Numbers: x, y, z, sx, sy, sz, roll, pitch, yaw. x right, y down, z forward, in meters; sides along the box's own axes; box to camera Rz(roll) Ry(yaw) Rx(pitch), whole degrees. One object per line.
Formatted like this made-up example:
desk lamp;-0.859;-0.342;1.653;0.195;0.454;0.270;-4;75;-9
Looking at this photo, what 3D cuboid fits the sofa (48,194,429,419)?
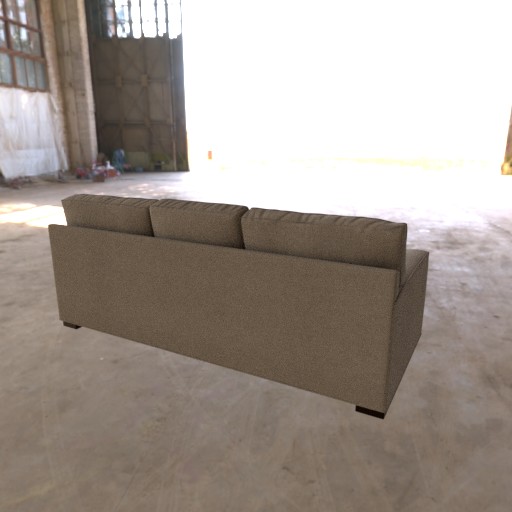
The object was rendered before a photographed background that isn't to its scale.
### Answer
sofa;0.000;0.000;2.900;2.087;0.861;1.496;8;17;28
